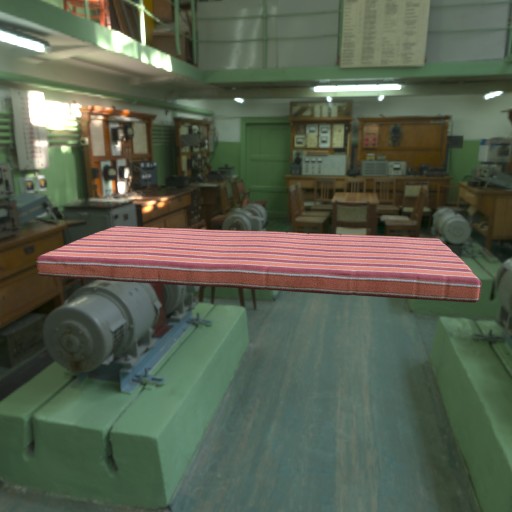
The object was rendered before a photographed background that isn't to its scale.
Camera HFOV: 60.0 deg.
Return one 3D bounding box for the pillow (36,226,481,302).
[{"bbox_3d":[0.000,0.000,1.345,1.187,0.081,0.492,3,15,10],"label":"pillow"}]
